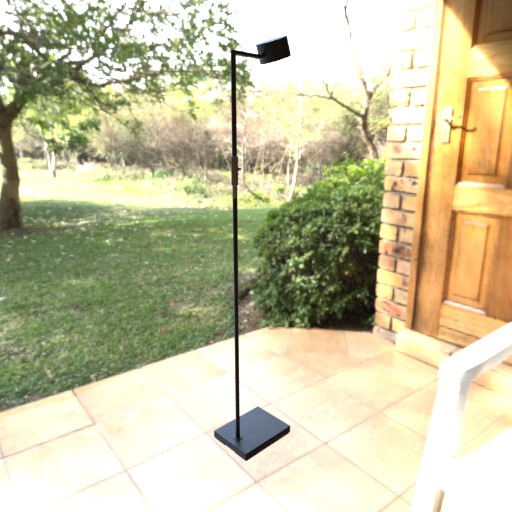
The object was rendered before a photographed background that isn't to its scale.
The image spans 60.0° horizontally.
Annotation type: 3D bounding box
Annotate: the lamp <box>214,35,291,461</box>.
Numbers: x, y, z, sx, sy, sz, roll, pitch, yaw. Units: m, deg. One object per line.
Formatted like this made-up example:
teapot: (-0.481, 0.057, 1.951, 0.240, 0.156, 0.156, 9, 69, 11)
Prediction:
lamp: (0.000, 0.000, 1.724, 0.304, 1.600, 0.203, -14, 20, -42)
